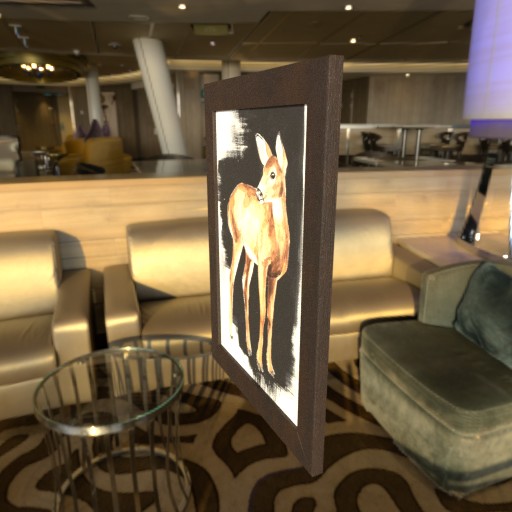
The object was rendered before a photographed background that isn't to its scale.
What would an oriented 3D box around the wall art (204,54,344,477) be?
[{"bbox_3d":[0.000,0.000,0.670,0.017,0.513,0.359,-8,18,-26],"label":"wall art"}]
